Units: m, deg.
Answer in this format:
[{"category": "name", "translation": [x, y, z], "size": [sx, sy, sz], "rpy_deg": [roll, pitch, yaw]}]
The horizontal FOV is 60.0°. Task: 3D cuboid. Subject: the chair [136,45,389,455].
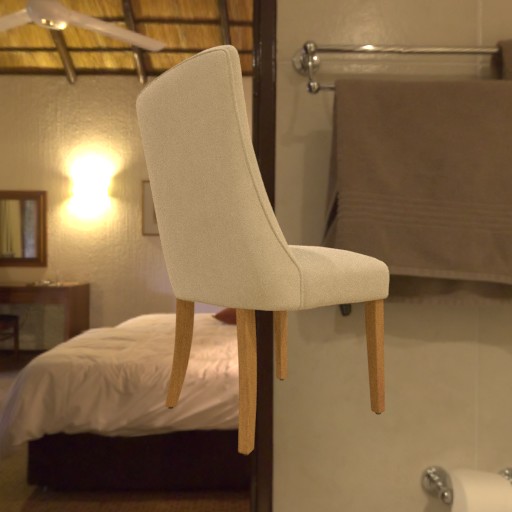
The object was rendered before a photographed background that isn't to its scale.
[{"category": "chair", "translation": [0.000, 0.000, 1.264], "size": [0.610, 0.902, 0.495], "rpy_deg": [0, 1, -37]}]
